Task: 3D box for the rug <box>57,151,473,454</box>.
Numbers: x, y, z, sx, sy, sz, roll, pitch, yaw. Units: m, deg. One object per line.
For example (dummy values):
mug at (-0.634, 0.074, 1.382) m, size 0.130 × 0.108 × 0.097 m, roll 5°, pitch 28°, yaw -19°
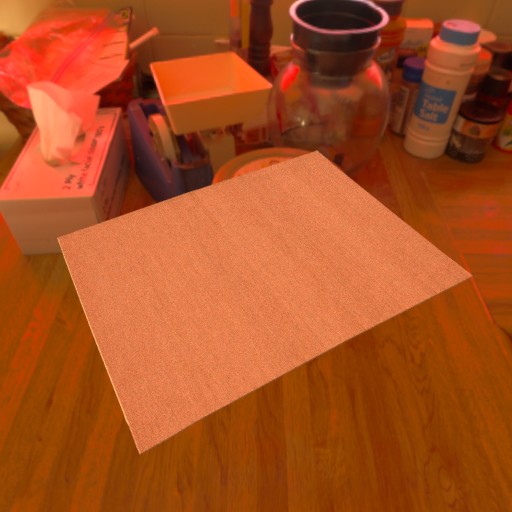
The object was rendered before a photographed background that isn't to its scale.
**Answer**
rug at (0.000, 0.000, 4.245) m, size 3.202 × 0.045 × 2.434 m, roll -22°, pitch 50°, yaw -20°
